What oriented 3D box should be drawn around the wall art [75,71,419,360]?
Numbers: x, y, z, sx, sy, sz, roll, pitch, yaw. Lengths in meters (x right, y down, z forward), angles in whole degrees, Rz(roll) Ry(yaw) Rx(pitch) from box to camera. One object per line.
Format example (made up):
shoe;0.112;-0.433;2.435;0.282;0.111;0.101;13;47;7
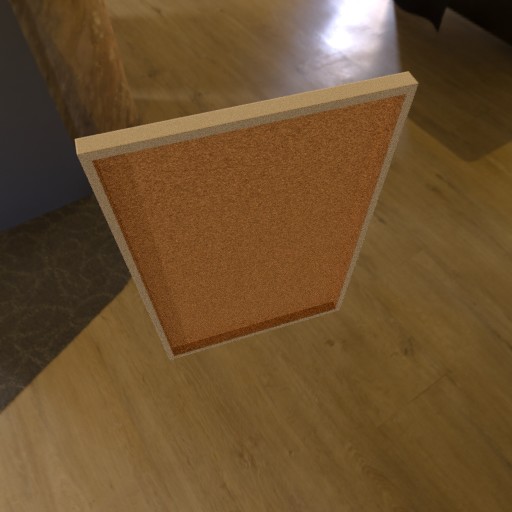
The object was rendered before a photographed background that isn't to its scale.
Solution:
wall art;0.000;0.000;1.148;0.610;0.914;0.038;-15;58;-10
